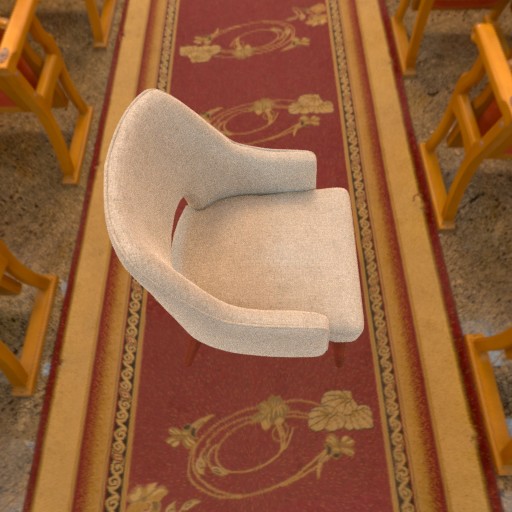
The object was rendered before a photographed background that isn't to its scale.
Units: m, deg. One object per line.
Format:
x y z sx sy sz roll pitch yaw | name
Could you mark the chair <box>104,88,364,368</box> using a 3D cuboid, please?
0.000 0.000 1.241 0.605 0.849 0.548 0 64 0 | chair
